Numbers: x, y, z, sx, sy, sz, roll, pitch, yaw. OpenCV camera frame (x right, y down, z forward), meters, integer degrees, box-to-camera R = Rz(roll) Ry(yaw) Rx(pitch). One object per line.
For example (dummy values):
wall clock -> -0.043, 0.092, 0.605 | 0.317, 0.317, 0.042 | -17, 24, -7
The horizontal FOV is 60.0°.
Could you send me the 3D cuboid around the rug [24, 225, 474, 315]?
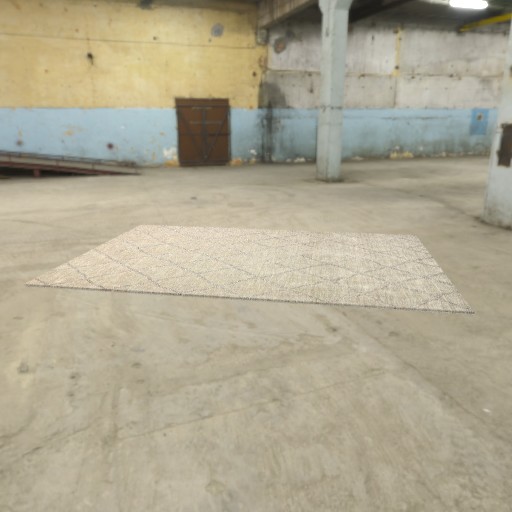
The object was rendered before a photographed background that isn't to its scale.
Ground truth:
rug -> 0.000, 0.000, 2.925 | 2.280, 0.015, 1.521 | 3, 16, 9
